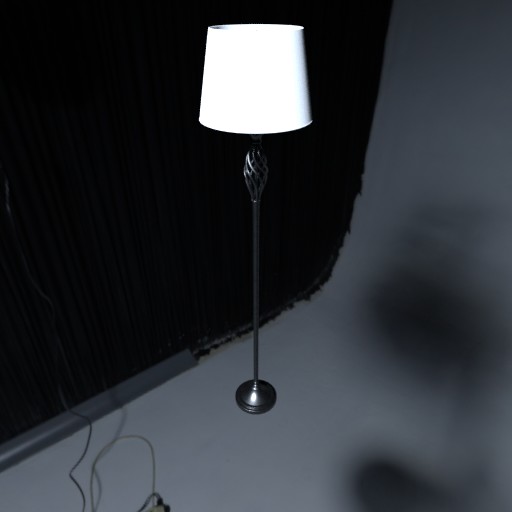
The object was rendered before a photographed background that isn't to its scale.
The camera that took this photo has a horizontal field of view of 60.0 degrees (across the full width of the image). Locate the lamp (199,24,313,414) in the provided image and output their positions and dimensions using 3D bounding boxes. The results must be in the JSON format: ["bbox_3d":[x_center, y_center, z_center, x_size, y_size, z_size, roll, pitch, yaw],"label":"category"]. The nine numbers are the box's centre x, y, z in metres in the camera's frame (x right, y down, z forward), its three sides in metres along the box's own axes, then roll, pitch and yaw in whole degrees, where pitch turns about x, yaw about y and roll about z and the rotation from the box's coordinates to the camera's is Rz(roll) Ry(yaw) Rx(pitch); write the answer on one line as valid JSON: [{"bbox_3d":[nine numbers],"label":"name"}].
[{"bbox_3d":[0.000,0.000,1.768,0.379,1.623,0.379,0,31,0],"label":"lamp"}]
